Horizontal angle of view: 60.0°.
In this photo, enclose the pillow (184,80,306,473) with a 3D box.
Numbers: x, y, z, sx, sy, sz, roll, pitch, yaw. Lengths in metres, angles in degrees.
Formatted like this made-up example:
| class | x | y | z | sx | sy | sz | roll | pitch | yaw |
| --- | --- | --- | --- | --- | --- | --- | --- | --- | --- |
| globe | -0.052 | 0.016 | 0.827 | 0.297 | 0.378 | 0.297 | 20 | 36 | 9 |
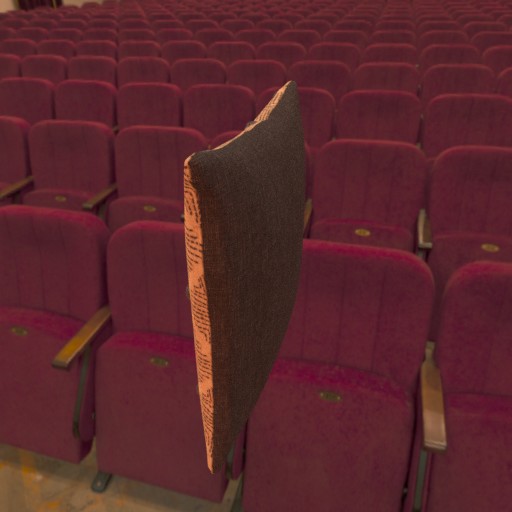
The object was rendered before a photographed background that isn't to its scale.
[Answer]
| class | x | y | z | sx | sy | sz | roll | pitch | yaw |
| --- | --- | --- | --- | --- | --- | --- | --- | --- | --- |
| pillow | 0.000 | 0.000 | 0.780 | 0.145 | 0.510 | 0.510 | 8 | 31 | 14 |
